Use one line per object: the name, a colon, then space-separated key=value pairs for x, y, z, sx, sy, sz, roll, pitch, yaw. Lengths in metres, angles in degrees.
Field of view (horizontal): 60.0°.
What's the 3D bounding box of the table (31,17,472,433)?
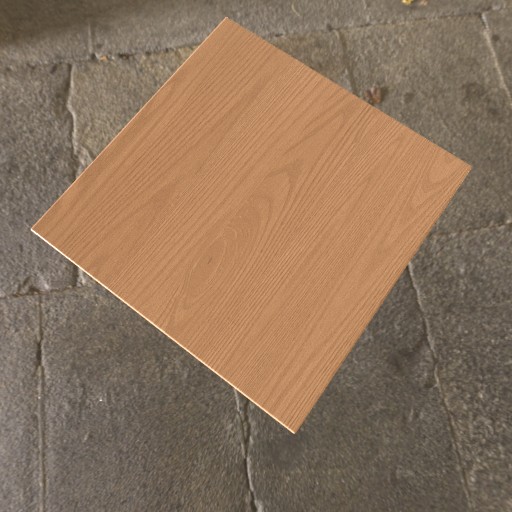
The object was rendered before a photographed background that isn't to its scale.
table: x=0.000 y=0.000 z=0.825 sx=0.400 sy=0.550 sz=0.400 roll=35 pitch=77 yaw=9
